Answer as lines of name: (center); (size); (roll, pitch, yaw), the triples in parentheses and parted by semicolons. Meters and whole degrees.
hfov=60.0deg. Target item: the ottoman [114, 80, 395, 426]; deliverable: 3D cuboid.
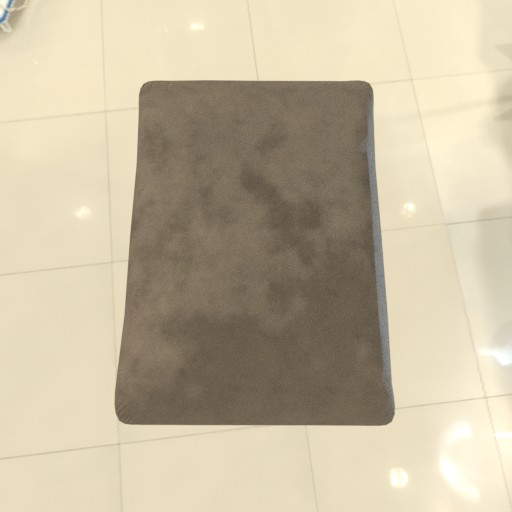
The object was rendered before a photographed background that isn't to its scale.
ottoman: (0.000, 0.000, 1.041); (0.520, 0.456, 0.719); (0, 76, 0)
